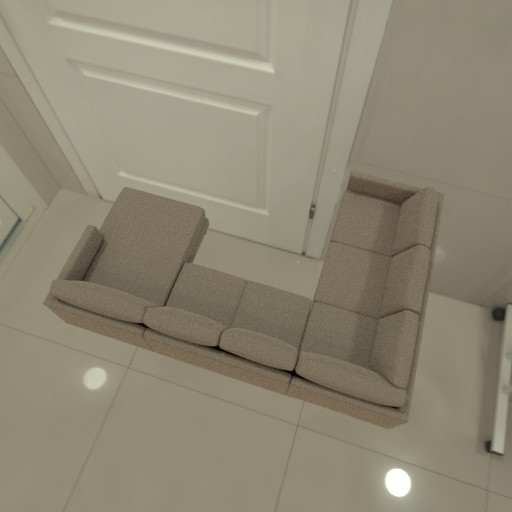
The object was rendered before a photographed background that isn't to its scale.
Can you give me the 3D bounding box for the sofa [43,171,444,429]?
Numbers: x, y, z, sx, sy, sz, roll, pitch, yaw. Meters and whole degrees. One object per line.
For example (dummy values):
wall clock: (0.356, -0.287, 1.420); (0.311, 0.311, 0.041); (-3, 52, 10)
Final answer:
sofa: (0.000, 0.000, 4.641); (3.438, 0.865, 2.424); (16, 64, 8)
